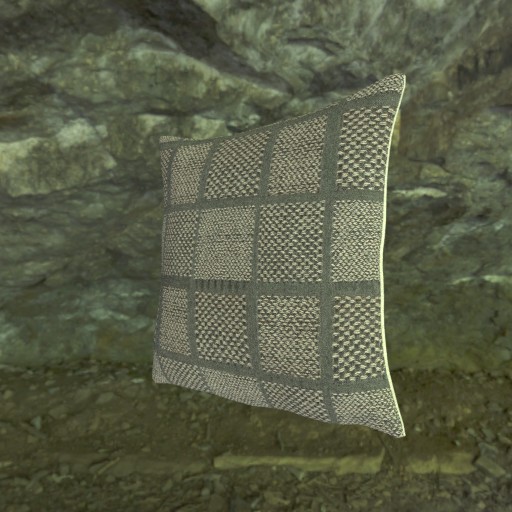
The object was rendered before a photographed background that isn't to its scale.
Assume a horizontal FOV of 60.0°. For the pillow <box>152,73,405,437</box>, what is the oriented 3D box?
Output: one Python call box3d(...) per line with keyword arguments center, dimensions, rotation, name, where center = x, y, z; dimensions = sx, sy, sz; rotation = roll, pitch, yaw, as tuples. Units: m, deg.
box3d(center=(0.000, 0.000, 0.648), dimensions=(0.435, 0.432, 0.138), rotation=(-1, -2, 37), name="pillow")
